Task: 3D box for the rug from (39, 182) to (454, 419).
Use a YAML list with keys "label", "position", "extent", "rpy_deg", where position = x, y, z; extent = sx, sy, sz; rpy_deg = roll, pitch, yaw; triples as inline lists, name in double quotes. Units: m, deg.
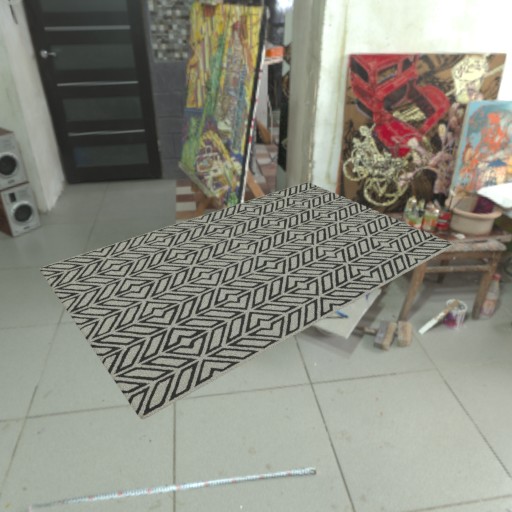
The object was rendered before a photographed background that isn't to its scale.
- label: "rug"
  position: [0.000, 0.000, 3.045]
  extent: [2.438, 0.008, 1.523]
  rpy_deg: [-22, 38, -32]
